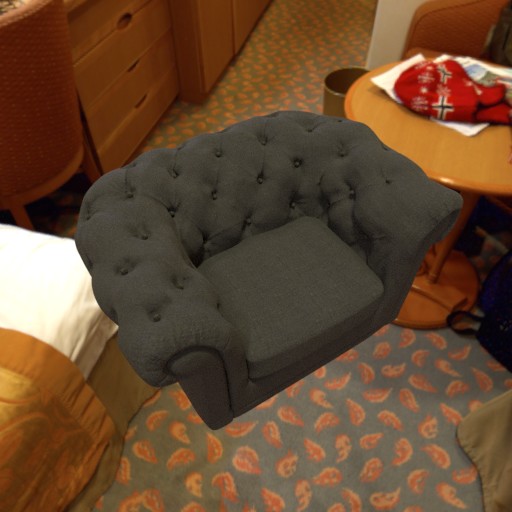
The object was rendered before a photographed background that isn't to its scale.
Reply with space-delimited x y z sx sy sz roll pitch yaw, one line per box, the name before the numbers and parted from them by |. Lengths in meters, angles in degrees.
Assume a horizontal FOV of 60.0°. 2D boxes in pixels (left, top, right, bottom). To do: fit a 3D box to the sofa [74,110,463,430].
sofa | 0.000 0.000 2.015 1.405 0.878 1.032 -25 52 -21
